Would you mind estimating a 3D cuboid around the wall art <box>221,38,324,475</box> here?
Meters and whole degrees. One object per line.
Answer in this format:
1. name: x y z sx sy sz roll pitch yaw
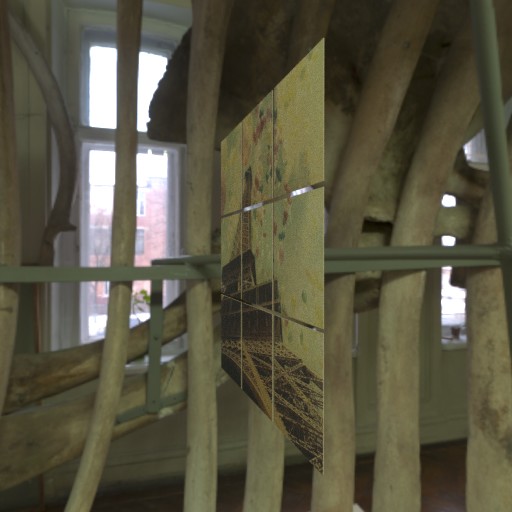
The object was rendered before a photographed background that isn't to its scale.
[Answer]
1. wall art: 0.000 0.000 2.245 0.002 1.505 1.517 0 0 -18
